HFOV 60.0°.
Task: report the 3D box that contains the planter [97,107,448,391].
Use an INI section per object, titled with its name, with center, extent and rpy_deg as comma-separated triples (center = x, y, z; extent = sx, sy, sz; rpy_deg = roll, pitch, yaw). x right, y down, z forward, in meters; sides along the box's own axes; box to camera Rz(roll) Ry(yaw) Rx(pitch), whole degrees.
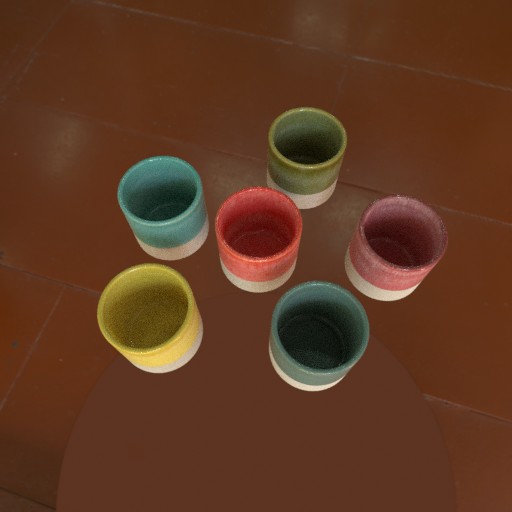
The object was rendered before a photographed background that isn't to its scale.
[planter]
center = 0.000, 0.000, 0.405
extent = 0.286, 0.075, 0.257
rpy_deg = -35, 69, -16
